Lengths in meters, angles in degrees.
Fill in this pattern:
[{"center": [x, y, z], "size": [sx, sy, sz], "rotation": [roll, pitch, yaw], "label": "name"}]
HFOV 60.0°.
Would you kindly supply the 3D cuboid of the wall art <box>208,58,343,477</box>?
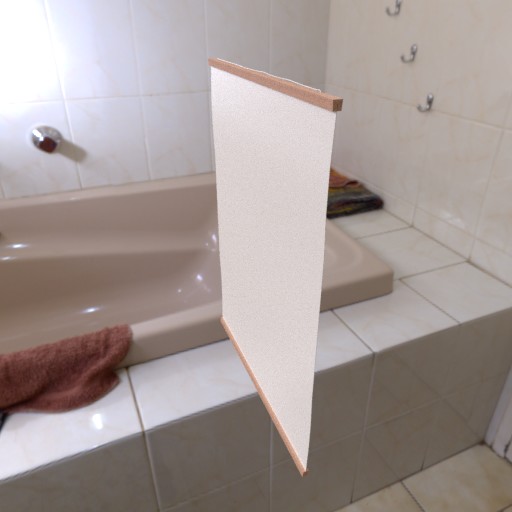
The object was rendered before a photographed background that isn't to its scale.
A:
[{"center": [0.000, 0.000, 1.299], "size": [0.020, 1.013, 0.758], "rotation": [-11, 31, -19], "label": "wall art"}]
